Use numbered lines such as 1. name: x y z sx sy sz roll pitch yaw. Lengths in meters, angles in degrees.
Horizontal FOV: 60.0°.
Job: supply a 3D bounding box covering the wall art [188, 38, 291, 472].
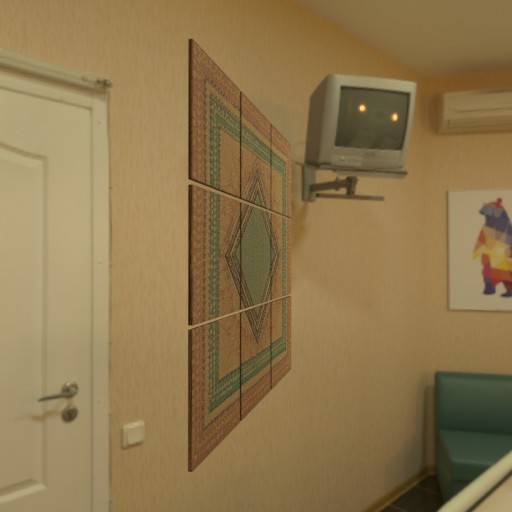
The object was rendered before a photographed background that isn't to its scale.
1. wall art: 0.000 0.000 1.819 0.013 1.213 1.215 0 0 18
